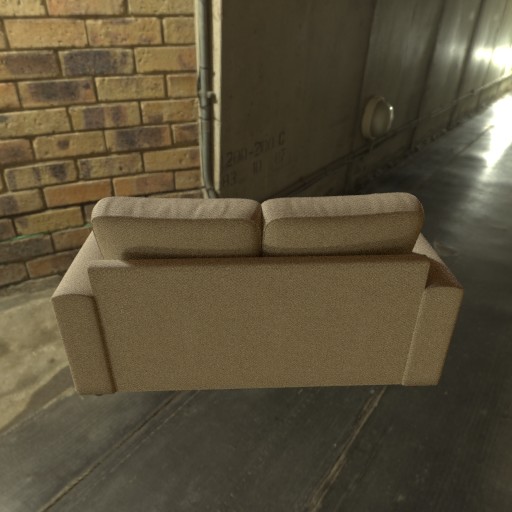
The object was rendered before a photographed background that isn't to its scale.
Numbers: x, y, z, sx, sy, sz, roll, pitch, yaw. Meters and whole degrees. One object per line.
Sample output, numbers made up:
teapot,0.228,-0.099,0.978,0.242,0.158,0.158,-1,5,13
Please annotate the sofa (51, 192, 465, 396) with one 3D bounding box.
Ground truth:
sofa,0.000,0.000,2.205,1.616,0.873,1.016,-1,30,-2
